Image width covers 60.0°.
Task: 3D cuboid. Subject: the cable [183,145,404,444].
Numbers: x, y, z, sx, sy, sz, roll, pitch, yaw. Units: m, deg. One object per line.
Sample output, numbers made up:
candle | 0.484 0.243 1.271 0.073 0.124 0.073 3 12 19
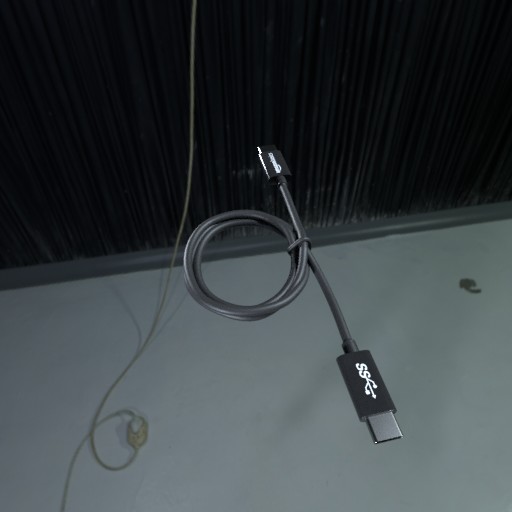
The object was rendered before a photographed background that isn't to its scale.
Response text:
cable | 0.000 0.000 0.210 0.070 0.014 0.186 -9 48 -9
